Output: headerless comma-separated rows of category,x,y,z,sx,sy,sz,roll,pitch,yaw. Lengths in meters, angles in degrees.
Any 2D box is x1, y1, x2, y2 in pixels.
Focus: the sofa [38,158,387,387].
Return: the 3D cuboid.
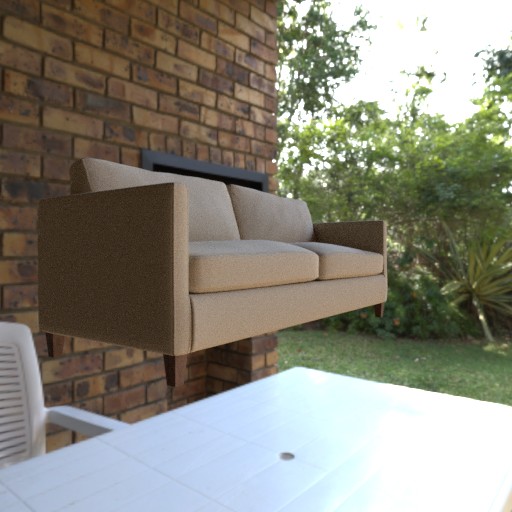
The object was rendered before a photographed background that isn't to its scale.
sofa,0.000,0.000,2.814,0.951,0.968,2.361,0,0,35
